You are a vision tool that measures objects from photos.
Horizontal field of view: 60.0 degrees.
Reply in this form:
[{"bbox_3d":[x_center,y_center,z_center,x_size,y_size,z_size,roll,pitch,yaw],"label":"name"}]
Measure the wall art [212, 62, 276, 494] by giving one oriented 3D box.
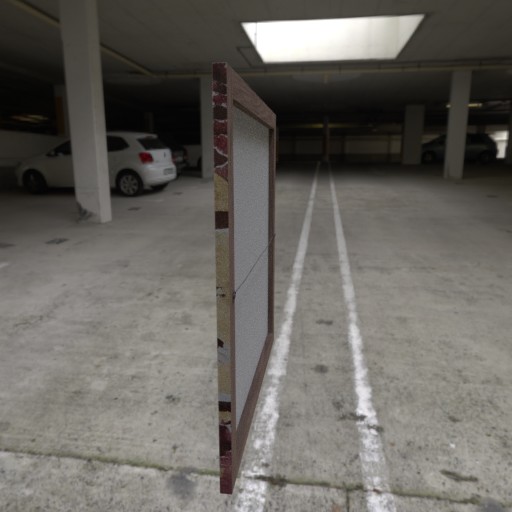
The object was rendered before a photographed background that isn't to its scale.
[{"bbox_3d":[0.000,0.000,1.124,0.028,0.762,0.757,2,12,8],"label":"wall art"}]
